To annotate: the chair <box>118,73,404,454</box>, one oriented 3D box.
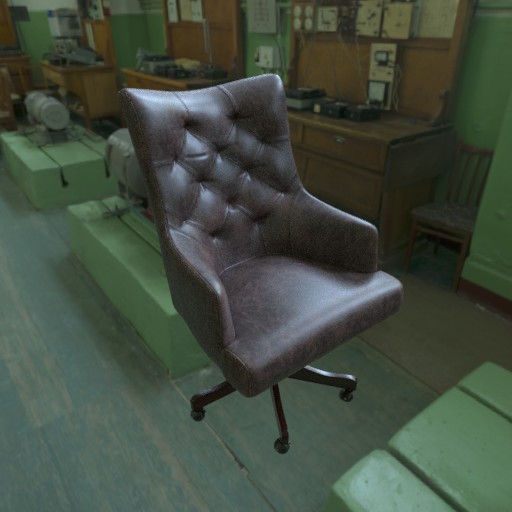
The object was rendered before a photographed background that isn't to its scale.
[{"bbox_3d":[0.000,0.000,1.463,0.641,1.035,0.762,-21,35,-33],"label":"chair"}]
